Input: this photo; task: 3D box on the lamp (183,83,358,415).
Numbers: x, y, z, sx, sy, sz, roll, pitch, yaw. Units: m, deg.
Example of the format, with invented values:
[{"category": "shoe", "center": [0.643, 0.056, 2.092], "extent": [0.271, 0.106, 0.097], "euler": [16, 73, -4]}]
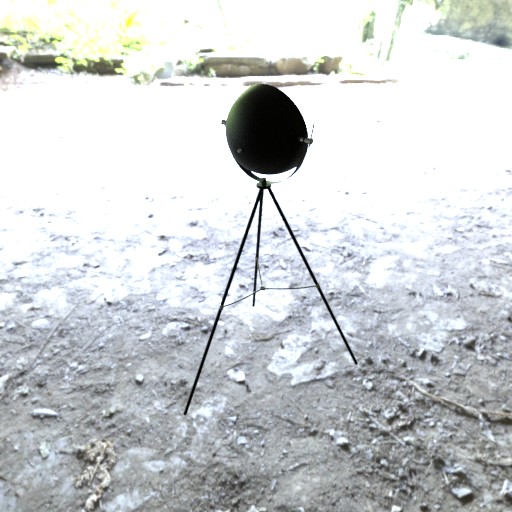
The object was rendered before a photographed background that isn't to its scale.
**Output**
[{"category": "lamp", "center": [0.000, 0.000, 2.094], "extent": [0.817, 1.512, 0.920], "euler": [23, 38, 33]}]
